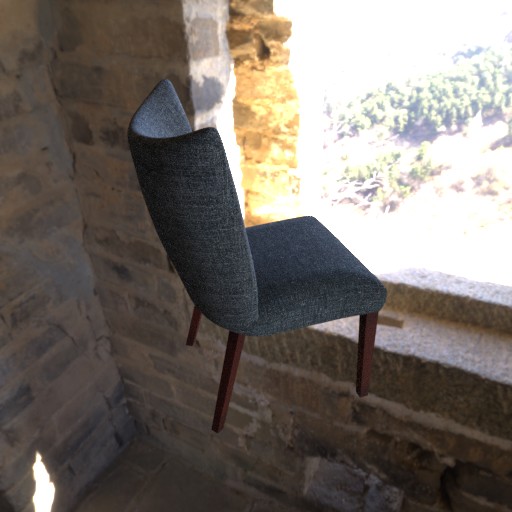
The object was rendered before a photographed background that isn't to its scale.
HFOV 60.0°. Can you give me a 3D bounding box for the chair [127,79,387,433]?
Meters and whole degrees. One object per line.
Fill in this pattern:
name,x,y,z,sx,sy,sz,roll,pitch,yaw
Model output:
chair,0.000,0.000,1.307,0.623,0.924,0.535,-10,33,-16
